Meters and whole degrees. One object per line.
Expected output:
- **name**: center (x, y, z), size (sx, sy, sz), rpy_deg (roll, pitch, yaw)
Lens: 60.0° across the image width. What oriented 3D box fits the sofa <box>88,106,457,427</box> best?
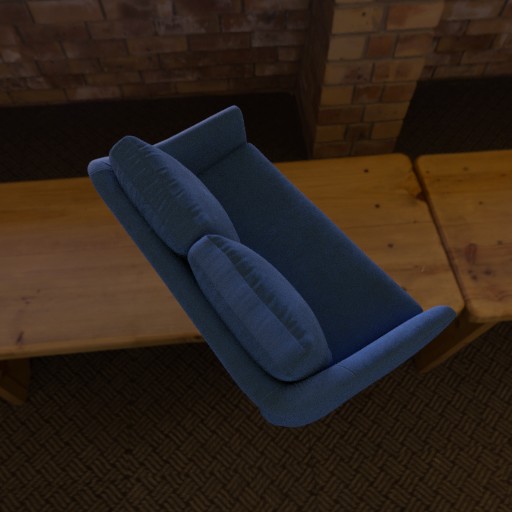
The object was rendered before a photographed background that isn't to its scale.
- **sofa**: center (0.000, 0.000, 2.167), size (0.960, 0.902, 1.619), rpy_deg (-33, 64, -18)
